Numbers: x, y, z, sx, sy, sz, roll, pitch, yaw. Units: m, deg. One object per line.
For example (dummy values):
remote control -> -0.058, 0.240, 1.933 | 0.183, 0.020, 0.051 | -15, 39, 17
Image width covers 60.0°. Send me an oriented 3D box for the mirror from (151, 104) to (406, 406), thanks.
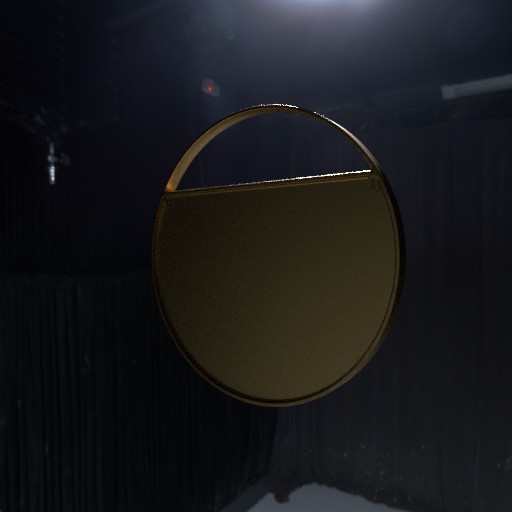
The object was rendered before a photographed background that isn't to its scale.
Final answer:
mirror -> 0.000, 0.000, 0.858 | 0.565, 0.565, 0.032 | 1, 1, 35
